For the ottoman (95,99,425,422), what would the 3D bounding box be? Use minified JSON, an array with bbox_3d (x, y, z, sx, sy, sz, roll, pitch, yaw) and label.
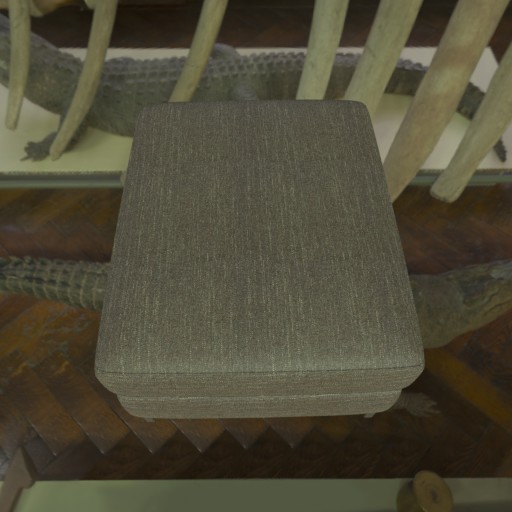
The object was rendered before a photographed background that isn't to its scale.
[{"bbox_3d":[0.000,0.000,1.221,0.671,0.490,0.820,-1,58,-1],"label":"ottoman"}]
